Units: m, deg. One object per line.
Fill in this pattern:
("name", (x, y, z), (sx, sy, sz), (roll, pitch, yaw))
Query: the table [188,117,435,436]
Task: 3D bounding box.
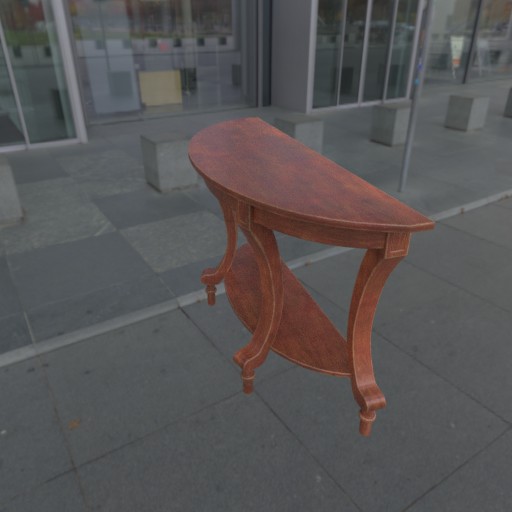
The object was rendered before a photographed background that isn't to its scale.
("table", (0.000, 0.000, 1.531), (0.394, 0.699, 1.198), (-9, 29, -16))
